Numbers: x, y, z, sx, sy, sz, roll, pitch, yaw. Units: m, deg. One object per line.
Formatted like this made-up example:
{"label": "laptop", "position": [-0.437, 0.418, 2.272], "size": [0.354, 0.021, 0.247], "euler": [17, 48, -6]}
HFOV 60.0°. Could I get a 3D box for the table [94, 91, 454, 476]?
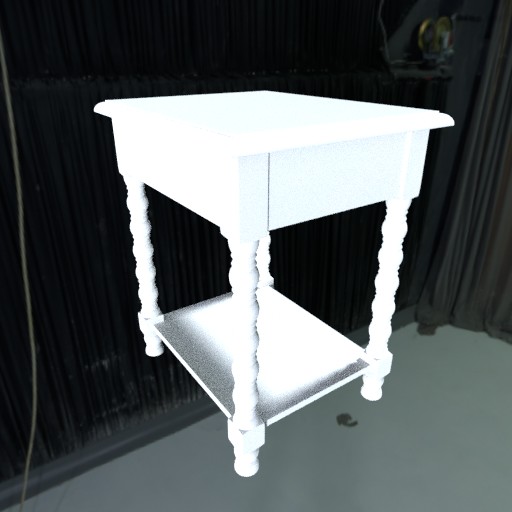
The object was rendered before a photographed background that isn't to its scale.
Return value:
{"label": "table", "position": [0.000, 0.000, 0.819], "size": [0.381, 0.531, 0.460], "euler": [-16, 30, -31]}
